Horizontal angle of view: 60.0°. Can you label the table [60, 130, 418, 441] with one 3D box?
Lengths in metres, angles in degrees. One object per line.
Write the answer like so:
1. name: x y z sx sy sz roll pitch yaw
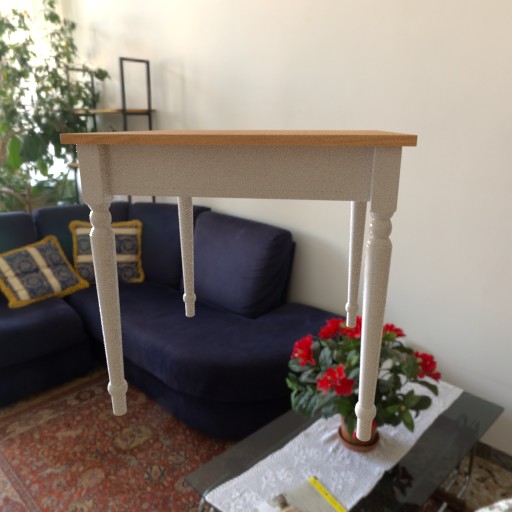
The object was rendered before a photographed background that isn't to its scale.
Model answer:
1. table: 0.000 0.000 1.366 0.747 0.738 0.747 3 17 9
